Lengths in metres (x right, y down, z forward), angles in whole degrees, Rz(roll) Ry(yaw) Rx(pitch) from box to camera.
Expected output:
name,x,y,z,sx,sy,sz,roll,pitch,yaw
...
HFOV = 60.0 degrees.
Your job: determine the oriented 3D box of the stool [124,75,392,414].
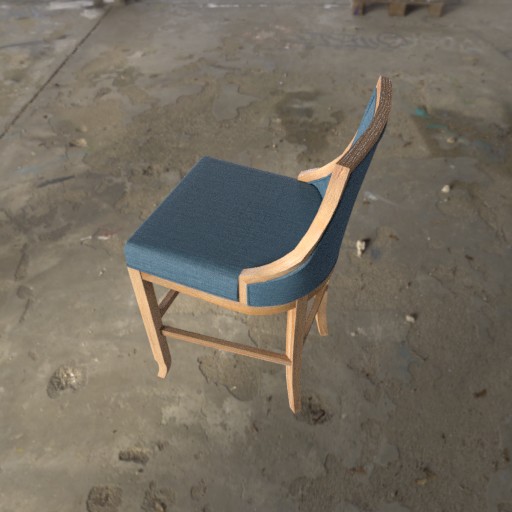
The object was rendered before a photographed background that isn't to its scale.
name,x,y,z,sx,sy,sz,roll,pitch,yaw
stool,0.000,0.000,1.448,0.626,1.101,0.524,16,47,16
